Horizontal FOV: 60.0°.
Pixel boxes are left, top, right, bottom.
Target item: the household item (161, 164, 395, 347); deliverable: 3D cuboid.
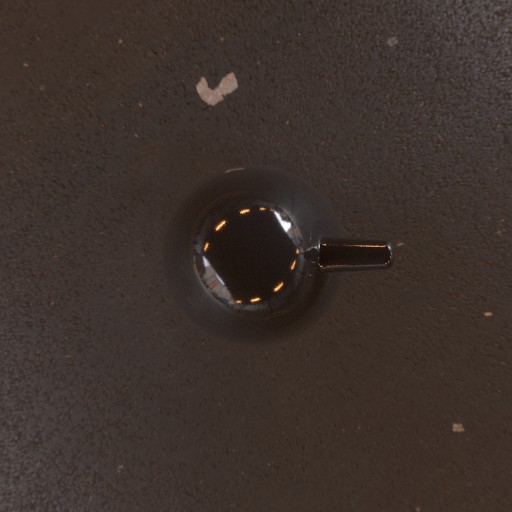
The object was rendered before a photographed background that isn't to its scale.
[{"bbox_3d":[0.000,0.000,0.226,0.104,0.152,0.102,0,90,1],"label":"household item"}]
